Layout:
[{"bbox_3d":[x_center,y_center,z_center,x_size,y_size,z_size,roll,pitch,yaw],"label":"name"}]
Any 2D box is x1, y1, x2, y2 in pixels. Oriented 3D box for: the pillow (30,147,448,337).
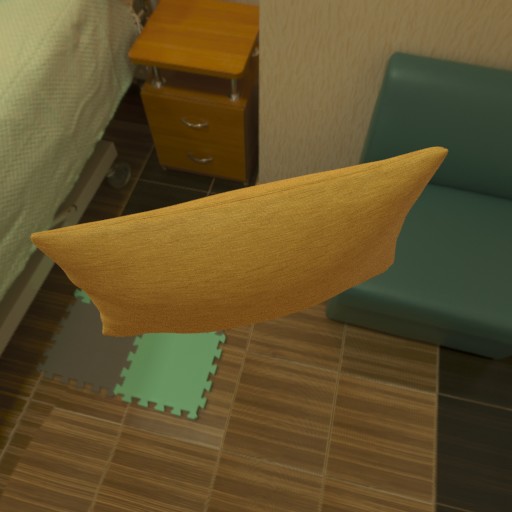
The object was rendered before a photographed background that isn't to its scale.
[{"bbox_3d":[0.000,0.000,0.785,0.634,0.354,0.210,-13,59,-8],"label":"pillow"}]
